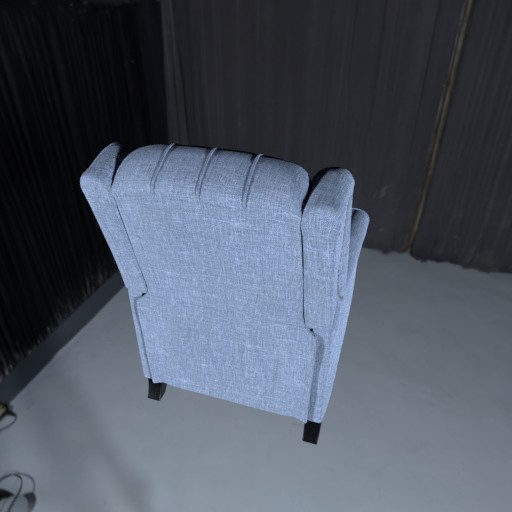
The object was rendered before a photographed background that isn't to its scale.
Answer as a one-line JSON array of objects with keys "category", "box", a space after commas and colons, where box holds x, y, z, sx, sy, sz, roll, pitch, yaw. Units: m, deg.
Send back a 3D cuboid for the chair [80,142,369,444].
[{"category": "chair", "box": [0.000, 0.000, 1.628, 0.742, 1.035, 0.898, 10, 34, 15]}]
